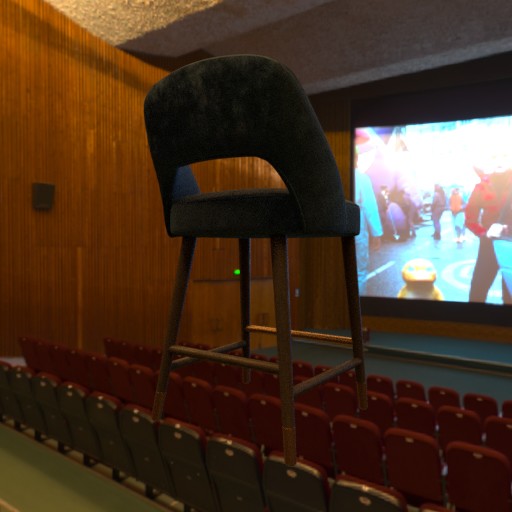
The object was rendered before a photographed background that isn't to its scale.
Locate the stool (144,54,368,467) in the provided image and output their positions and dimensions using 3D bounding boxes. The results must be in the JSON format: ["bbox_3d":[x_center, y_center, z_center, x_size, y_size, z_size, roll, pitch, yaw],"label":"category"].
[{"bbox_3d":[0.000,0.000,1.254,0.536,0.925,0.524,1,1,35],"label":"stool"}]
